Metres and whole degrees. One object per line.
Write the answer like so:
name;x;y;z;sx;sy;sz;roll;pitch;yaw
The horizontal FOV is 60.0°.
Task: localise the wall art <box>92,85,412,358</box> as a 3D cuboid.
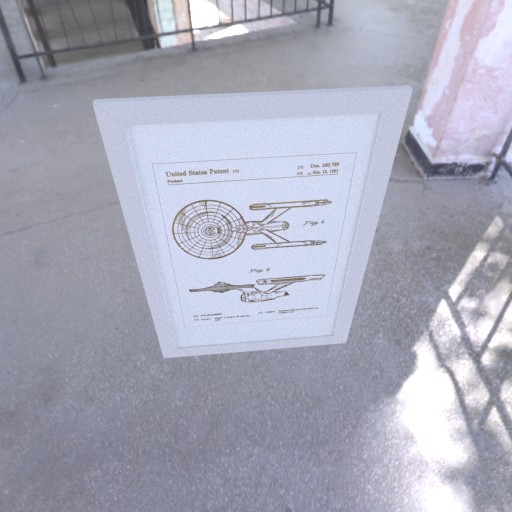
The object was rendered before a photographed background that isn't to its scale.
wall art;0.000;0.000;0.864;0.454;0.659;0.011;-4;46;-4
